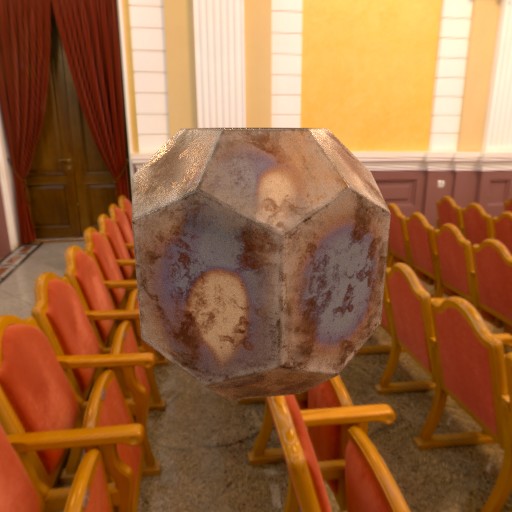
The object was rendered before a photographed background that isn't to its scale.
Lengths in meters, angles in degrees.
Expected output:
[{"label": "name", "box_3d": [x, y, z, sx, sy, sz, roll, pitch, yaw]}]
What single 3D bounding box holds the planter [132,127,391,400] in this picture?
[{"label": "planter", "box_3d": [0.000, 0.000, 0.429, 0.221, 0.238, 0.243, -2, 17, -8]}]
